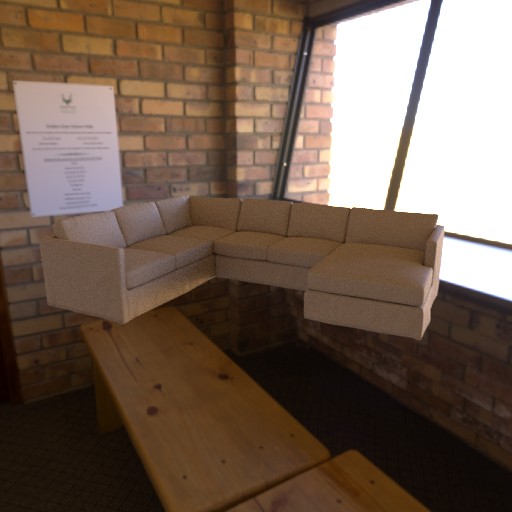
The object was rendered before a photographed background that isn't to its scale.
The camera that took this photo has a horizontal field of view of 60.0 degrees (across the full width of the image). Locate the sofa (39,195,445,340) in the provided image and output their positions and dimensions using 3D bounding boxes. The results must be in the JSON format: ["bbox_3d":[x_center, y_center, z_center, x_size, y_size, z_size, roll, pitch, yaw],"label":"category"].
[{"bbox_3d":[0.000,0.000,4.586,3.460,0.882,2.427,7,17,26],"label":"sofa"}]
